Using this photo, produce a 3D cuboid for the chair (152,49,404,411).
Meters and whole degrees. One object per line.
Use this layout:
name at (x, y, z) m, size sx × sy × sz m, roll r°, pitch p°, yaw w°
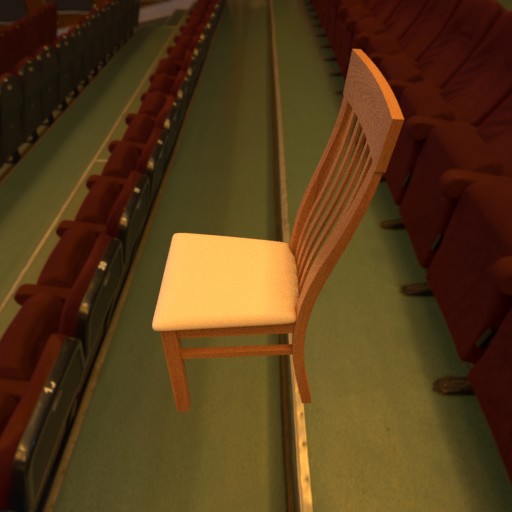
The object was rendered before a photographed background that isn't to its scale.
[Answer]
chair at (0.000, 0.000, 1.336) m, size 0.580 × 1.050 × 0.450 m, roll 0°, pitch 40°, yaw 0°
